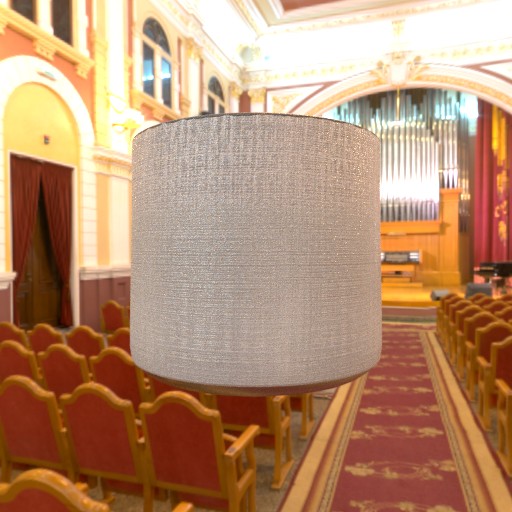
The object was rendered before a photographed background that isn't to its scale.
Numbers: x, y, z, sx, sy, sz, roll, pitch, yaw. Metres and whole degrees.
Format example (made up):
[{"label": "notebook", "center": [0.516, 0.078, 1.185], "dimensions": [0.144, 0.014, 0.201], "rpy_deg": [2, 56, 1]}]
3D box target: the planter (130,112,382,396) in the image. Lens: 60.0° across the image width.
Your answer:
[{"label": "planter", "center": [0.000, 0.000, 0.229], "dimensions": [0.125, 0.112, 0.125], "rpy_deg": [0, 1, 0]}]
